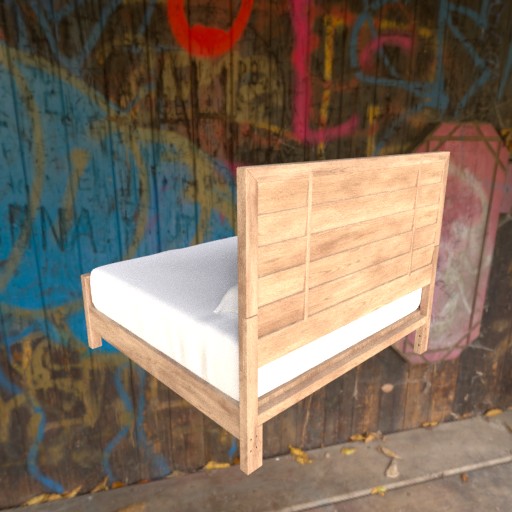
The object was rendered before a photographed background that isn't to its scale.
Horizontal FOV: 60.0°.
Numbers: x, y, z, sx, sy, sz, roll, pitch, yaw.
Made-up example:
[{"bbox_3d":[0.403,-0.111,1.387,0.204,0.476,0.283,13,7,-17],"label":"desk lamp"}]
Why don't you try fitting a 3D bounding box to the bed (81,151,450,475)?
[{"bbox_3d":[0.000,0.000,3.531,2.032,1.626,2.032,-15,22,-41],"label":"bed"}]
